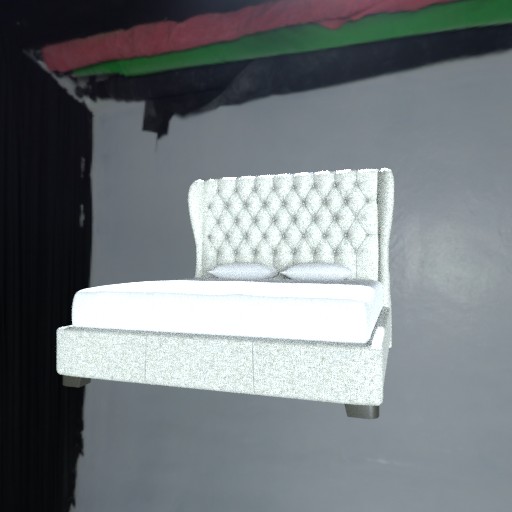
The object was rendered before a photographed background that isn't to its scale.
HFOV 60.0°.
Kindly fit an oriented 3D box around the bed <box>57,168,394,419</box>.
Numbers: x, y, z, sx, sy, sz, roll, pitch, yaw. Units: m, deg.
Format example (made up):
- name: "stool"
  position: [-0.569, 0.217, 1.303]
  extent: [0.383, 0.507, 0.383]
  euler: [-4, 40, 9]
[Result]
- name: "bed"
  position: [0.000, 0.000, 3.771]
  extent: [2.219, 1.771, 2.347]
  euler: [0, 0, 18]
